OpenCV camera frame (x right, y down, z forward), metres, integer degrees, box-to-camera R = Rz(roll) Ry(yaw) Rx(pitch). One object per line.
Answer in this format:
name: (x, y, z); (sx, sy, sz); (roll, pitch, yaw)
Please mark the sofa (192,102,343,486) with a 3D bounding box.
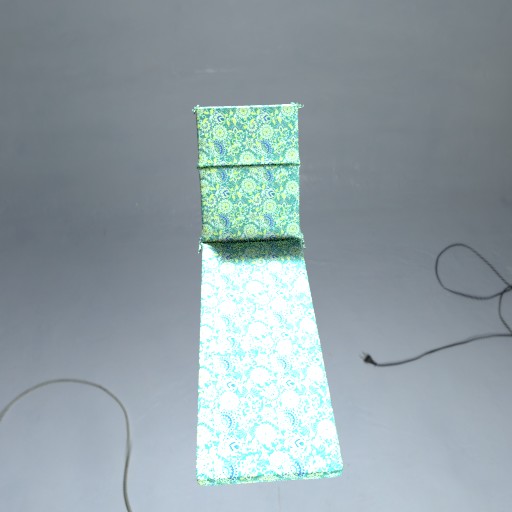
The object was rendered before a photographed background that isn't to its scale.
sofa: (0.000, 0.000, 1.931); (0.582, 0.622, 1.663); (-3, 46, -2)
